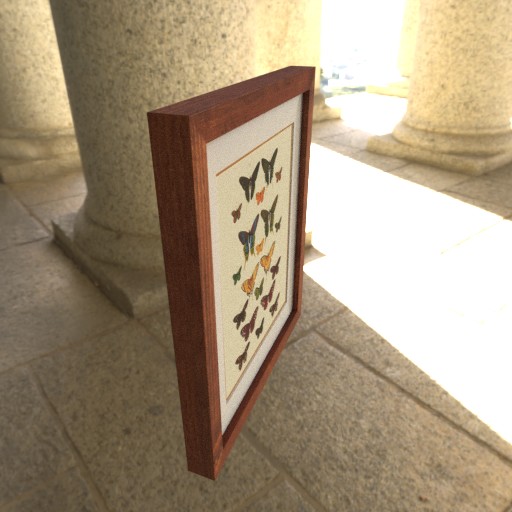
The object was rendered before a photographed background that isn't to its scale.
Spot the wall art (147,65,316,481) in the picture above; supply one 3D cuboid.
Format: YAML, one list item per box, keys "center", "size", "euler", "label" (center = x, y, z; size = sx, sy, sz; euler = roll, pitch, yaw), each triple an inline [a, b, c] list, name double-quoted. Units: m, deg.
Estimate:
- center: [0.000, 0.000, 0.612]
  size: [0.039, 0.449, 0.377]
  euler: [11, 31, 19]
  label: "wall art"
